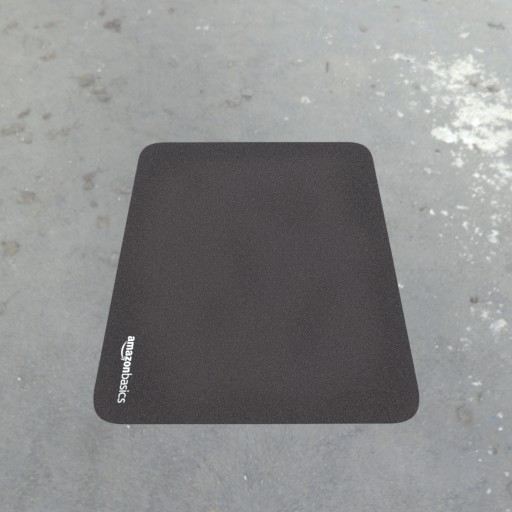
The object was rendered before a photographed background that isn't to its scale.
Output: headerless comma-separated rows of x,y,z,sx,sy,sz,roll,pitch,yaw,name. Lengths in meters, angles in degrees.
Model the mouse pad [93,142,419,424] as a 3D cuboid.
0.000,0.000,0.344,0.211,0.002,0.249,0,58,0,mouse pad
